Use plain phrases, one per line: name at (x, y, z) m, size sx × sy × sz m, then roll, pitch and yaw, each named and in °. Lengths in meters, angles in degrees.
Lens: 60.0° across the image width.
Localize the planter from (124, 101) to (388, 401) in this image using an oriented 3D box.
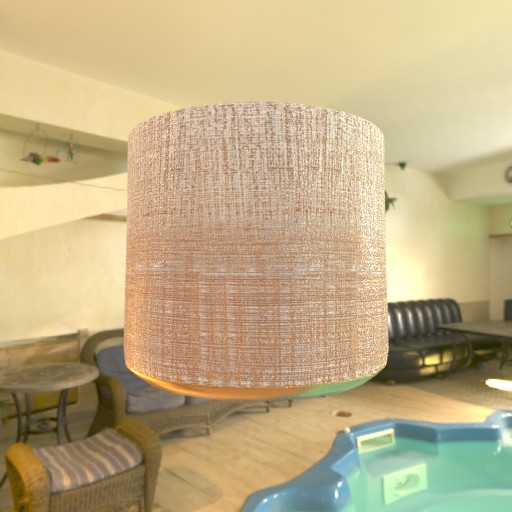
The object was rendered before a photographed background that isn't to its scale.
planter at (0.000, 0.000, 0.191) m, size 0.109 × 0.096 × 0.109 m, roll 0°, pitch -1°, yaw 0°
